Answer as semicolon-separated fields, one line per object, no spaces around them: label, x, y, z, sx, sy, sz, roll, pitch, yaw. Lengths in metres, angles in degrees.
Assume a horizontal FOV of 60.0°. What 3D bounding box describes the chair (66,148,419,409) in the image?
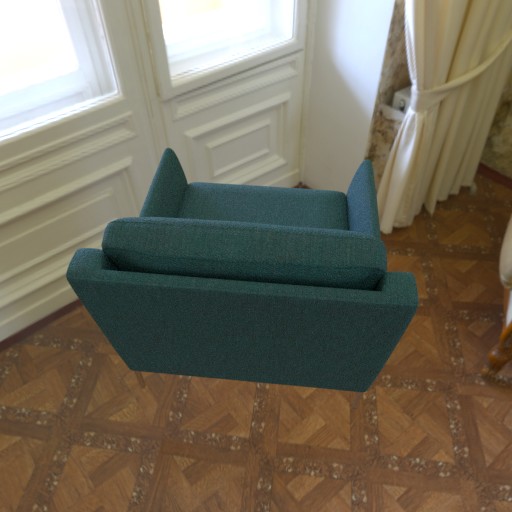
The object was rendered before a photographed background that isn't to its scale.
chair;0.000;0.000;1.534;0.847;0.828;0.849;4;47;4
